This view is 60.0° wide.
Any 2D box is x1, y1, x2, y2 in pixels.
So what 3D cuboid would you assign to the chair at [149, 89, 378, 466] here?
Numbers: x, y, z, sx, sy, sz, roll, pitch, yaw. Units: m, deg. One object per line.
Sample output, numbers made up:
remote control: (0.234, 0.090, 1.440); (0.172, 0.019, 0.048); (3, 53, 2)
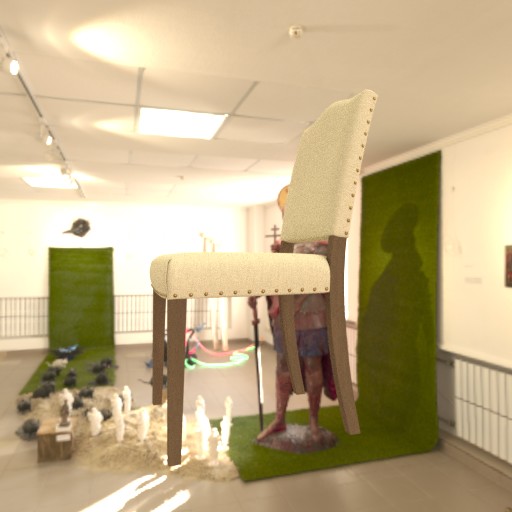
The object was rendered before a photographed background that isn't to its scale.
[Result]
chair: (0.000, 0.000, 1.392); (0.619, 1.015, 0.508); (0, 0, -18)
